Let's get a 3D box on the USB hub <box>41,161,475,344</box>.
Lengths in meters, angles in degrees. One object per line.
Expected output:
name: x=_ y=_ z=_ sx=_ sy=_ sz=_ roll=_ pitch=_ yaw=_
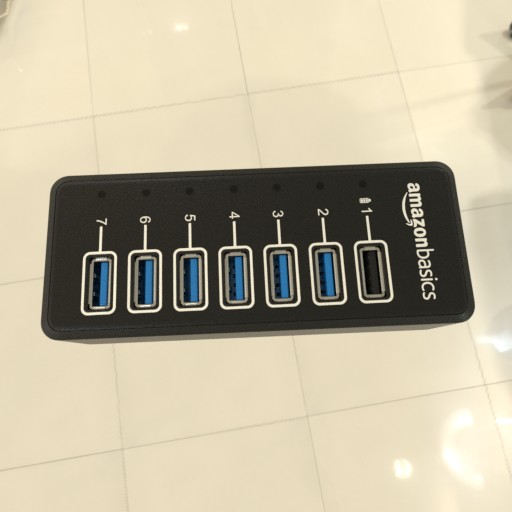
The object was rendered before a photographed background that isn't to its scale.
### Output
USB hub: x=0.000 y=0.000 z=0.126 sx=0.110 sy=0.023 sz=0.044 roll=-2 pitch=76 yaw=-1
